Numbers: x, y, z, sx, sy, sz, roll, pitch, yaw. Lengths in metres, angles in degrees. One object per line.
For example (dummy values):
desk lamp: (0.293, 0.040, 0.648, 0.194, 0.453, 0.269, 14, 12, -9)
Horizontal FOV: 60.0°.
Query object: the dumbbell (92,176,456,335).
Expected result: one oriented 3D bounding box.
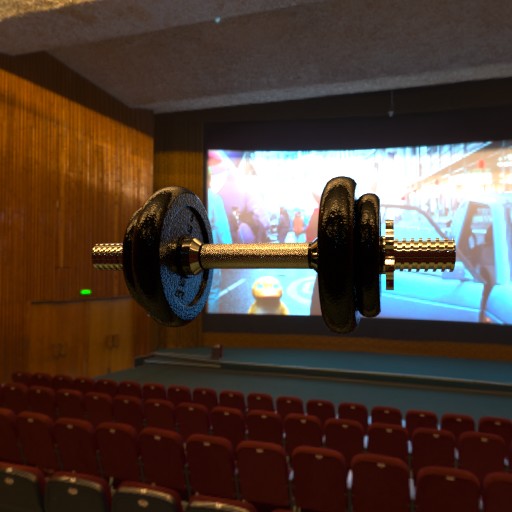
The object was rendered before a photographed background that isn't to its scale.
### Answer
dumbbell: (0.000, 0.000, 0.604, 0.497, 0.202, 0.202, 0, -1, 17)
